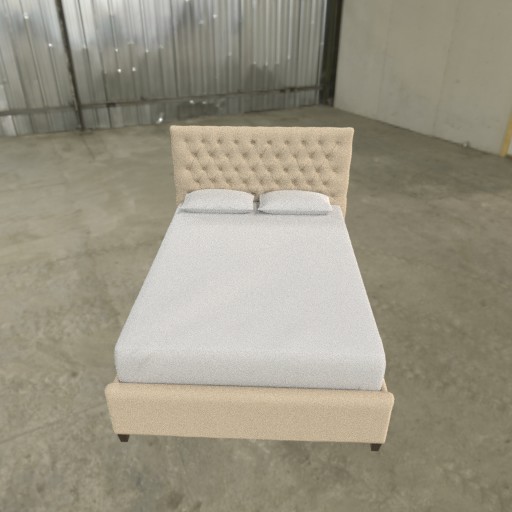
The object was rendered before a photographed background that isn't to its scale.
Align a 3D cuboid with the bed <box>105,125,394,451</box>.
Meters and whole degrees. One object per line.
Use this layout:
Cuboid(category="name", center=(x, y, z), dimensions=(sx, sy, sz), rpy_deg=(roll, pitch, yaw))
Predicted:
Cuboid(category="bed", center=(0.000, 0.000, 3.433), dimensions=(1.698, 1.427, 2.387), rpy_deg=(1, 30, 2))
